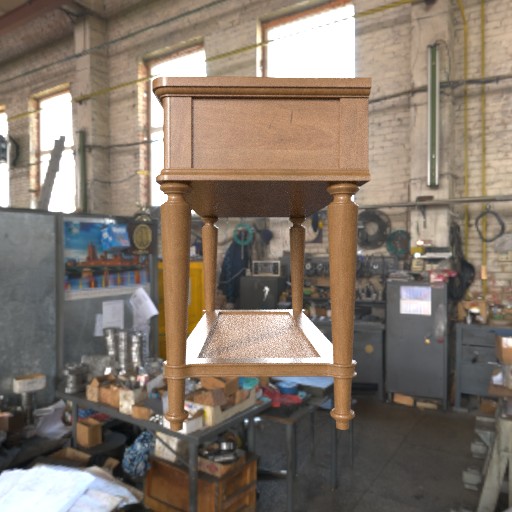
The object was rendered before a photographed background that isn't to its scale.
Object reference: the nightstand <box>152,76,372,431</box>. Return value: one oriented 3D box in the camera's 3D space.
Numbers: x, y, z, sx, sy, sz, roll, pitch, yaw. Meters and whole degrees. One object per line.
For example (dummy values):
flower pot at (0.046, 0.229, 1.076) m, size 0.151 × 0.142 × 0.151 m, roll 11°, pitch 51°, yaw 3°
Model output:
nightstand at (0.000, 0.000, 1.317) m, size 0.432 × 0.700 × 0.914 m, roll 0°, pitch 0°, yaw -1°
